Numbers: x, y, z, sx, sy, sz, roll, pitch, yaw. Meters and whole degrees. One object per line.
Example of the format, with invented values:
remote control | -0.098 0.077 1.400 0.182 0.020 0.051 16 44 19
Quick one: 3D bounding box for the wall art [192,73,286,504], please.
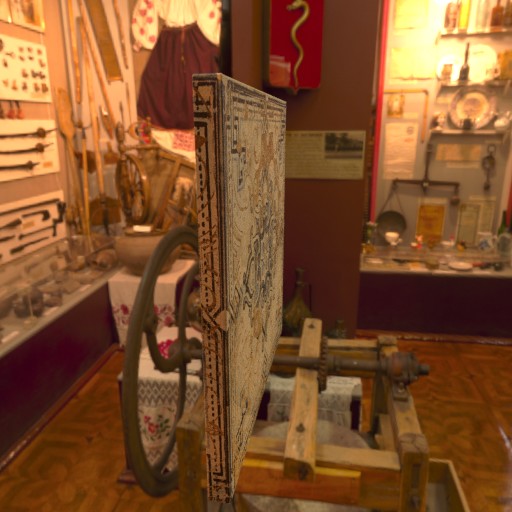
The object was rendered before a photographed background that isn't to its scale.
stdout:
wall art | 0.000 0.000 0.875 0.036 0.607 0.609 3 17 10
